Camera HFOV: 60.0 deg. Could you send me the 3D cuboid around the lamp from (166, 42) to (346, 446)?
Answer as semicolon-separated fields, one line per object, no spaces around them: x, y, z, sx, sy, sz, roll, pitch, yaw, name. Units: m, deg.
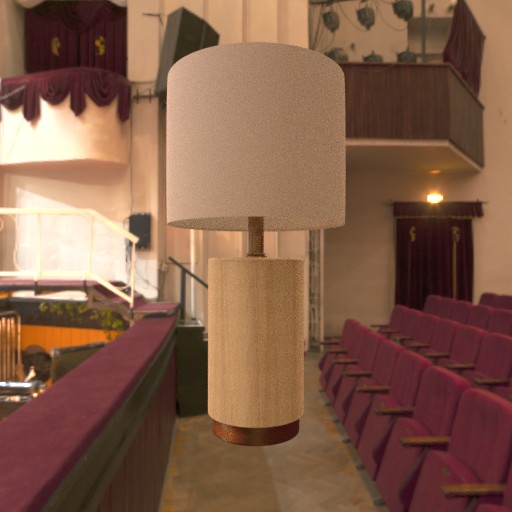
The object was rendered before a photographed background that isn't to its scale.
0.000;0.000;0.573;0.228;0.444;0.228;0;-1;0;lamp
